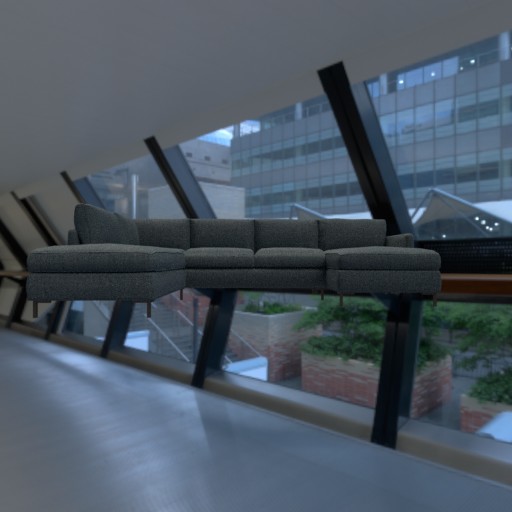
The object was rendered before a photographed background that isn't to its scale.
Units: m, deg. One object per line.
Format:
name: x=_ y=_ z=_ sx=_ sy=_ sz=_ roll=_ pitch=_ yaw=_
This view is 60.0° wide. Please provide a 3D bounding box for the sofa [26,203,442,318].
sofa: x=0.000 y=0.000 z=3.542 sx=2.737 sy=0.753 sz=1.879 roll=0 pitch=0 yaw=0
